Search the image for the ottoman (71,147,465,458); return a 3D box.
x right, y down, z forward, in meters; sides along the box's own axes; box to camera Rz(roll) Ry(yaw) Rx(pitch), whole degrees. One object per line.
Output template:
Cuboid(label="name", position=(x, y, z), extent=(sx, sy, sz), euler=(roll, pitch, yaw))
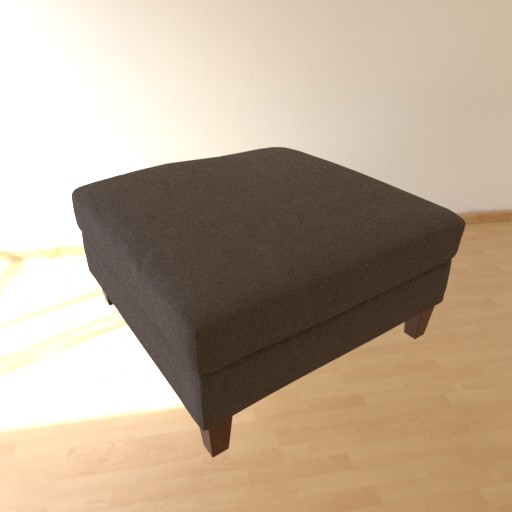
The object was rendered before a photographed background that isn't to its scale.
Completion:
Cuboid(label="ottoman", position=(0.000, 0.000, 1.413), extent=(0.881, 0.482, 0.861), euler=(-19, 35, -30))
